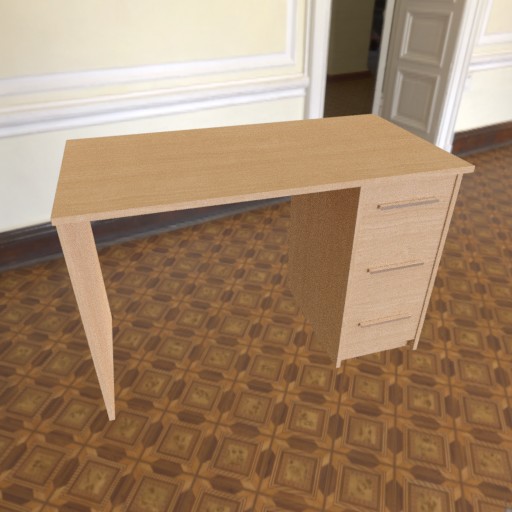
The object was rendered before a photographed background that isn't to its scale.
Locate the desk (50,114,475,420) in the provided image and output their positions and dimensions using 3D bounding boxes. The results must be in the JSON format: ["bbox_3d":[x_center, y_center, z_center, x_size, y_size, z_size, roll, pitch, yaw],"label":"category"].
[{"bbox_3d":[0.000,0.000,1.517,1.097,0.735,0.560,-9,34,-14],"label":"desk"}]
